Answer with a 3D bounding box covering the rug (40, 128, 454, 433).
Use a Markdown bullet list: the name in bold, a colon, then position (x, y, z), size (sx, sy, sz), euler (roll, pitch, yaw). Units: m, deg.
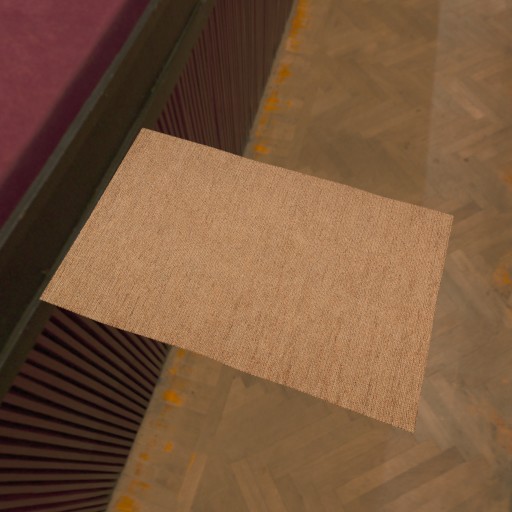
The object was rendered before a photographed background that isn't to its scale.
- **rug**: position (0.000, 0.000, 3.007), size (2.439, 0.011, 1.533), euler (18, 65, 8)
